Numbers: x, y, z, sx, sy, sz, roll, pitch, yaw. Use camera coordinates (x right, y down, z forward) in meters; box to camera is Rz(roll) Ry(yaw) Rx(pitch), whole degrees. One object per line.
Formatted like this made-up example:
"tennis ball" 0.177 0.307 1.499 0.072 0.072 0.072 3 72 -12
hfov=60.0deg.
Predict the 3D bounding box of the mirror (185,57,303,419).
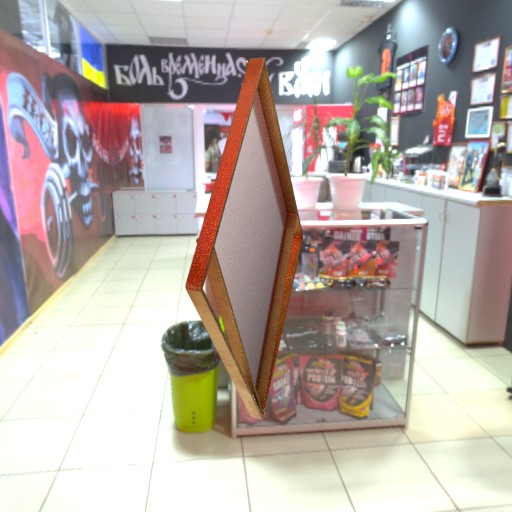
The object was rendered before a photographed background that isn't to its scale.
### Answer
"mirror" 0.000 0.000 0.821 0.032 0.679 0.419 7 16 25
